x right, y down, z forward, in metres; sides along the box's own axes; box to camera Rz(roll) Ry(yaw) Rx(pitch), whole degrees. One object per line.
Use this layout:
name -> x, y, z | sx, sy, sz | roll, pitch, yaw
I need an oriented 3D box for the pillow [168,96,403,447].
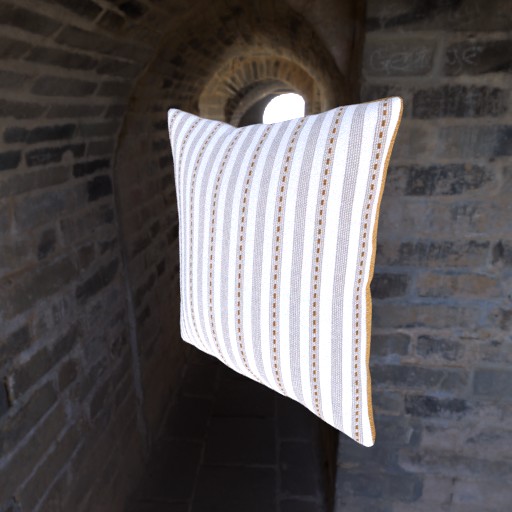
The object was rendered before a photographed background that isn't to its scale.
pillow -> 0.000, 0.000, 0.665 | 0.147, 0.437, 0.432 | -16, 23, -43
